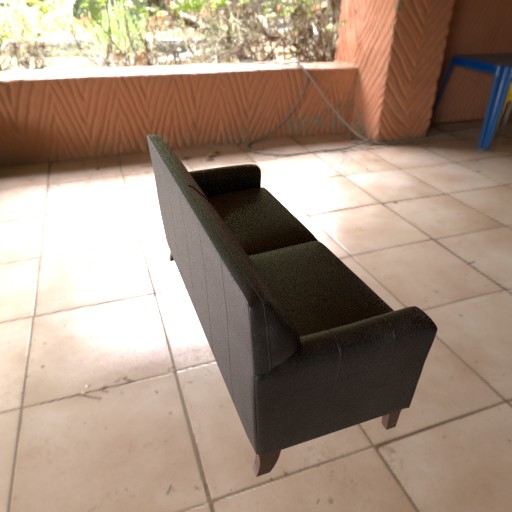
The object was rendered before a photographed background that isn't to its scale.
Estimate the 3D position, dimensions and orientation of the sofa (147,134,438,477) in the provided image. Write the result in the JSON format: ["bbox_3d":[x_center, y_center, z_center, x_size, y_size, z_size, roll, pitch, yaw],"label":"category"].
[{"bbox_3d":[0.000,0.000,2.495,0.805,0.947,2.053,-11,32,-18],"label":"sofa"}]
